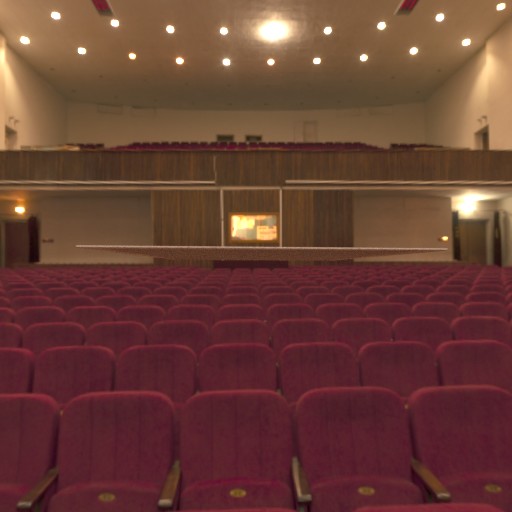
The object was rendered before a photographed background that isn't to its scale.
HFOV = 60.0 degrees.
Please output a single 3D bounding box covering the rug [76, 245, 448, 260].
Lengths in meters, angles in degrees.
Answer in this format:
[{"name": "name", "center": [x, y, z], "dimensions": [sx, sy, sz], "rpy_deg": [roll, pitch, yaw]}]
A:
[{"name": "rug", "center": [0.000, 0.000, 2.228], "dimensions": [1.141, 0.015, 1.749], "rpy_deg": [0, -2, -2]}]
